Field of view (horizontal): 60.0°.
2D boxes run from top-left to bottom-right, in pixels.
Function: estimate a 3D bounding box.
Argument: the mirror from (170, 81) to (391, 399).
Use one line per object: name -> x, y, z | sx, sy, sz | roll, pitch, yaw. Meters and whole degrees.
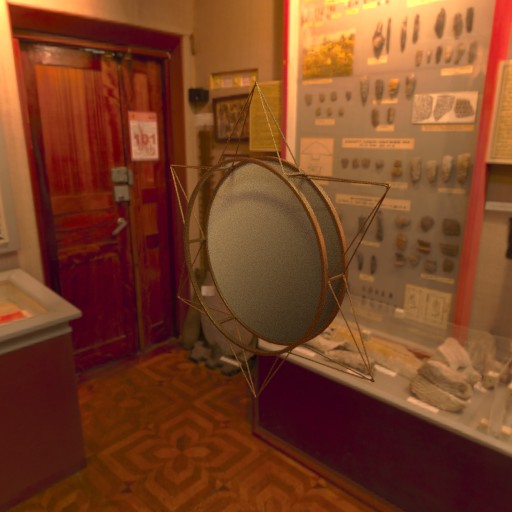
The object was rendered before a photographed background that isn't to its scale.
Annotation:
mirror -> 0.000, 0.000, 0.789 | 0.498, 0.581, 0.062 | 15, 22, 43
